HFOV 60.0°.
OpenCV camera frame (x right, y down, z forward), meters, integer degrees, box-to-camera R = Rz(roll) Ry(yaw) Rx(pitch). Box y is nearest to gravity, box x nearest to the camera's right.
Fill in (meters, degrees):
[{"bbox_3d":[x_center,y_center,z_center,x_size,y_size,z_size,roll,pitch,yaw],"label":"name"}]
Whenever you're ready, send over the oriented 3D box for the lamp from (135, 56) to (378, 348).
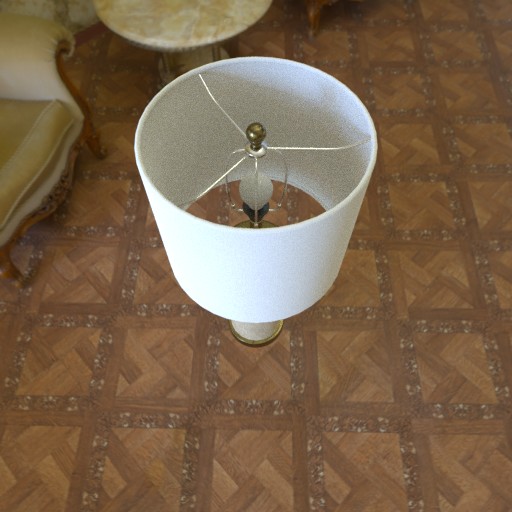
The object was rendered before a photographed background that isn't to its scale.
[{"bbox_3d":[0.000,0.000,0.822,0.305,0.634,0.305,0,59,0],"label":"lamp"}]
